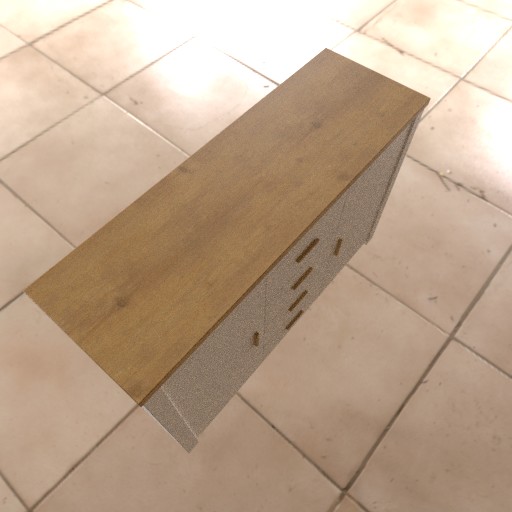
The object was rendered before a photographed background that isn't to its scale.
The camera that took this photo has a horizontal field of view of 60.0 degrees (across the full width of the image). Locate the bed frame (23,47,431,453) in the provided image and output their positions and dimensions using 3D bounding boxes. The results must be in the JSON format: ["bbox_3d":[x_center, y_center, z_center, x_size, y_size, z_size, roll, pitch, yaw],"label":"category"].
[{"bbox_3d":[0.000,0.000,1.655,0.430,0.850,1.300,36,65,20],"label":"bed frame"}]
